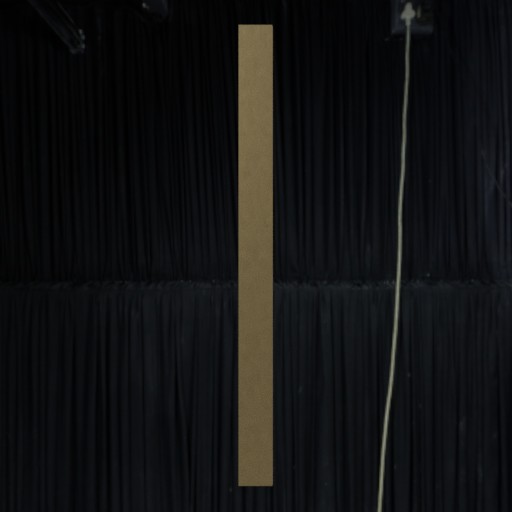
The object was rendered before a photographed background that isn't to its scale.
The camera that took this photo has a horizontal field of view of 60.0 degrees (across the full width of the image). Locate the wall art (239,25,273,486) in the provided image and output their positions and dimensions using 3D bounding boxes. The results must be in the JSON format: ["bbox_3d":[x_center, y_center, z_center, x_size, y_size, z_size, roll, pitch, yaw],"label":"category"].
[{"bbox_3d":[0.000,0.000,1.876,0.095,1.284,1.284,0,0,0],"label":"wall art"}]
